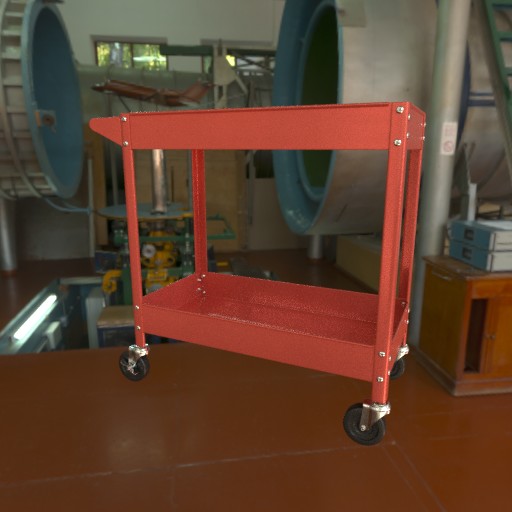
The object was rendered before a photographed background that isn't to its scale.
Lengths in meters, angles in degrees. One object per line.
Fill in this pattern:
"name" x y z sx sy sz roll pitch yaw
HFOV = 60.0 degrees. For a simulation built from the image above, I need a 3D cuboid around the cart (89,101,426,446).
"cart" 0.000 0.000 1.175 0.779 0.719 0.366 6 15 25
